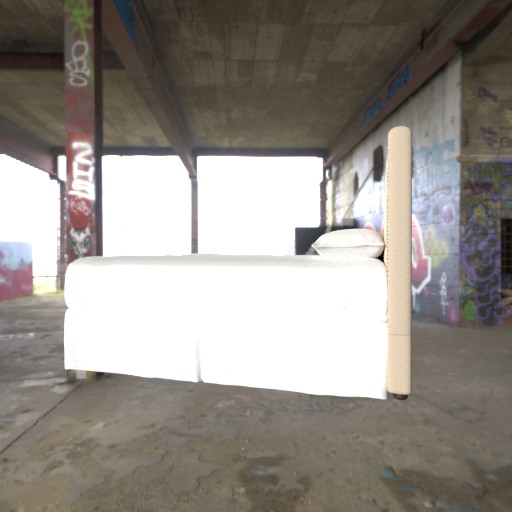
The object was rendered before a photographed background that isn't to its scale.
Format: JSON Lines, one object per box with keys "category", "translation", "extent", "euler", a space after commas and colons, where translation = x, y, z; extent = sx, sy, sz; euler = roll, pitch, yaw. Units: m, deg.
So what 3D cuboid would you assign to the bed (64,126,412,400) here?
{"category": "bed", "translation": [0.000, 0.000, 3.290], "extent": [2.143, 1.460, 1.753], "euler": [0, 0, 17]}
